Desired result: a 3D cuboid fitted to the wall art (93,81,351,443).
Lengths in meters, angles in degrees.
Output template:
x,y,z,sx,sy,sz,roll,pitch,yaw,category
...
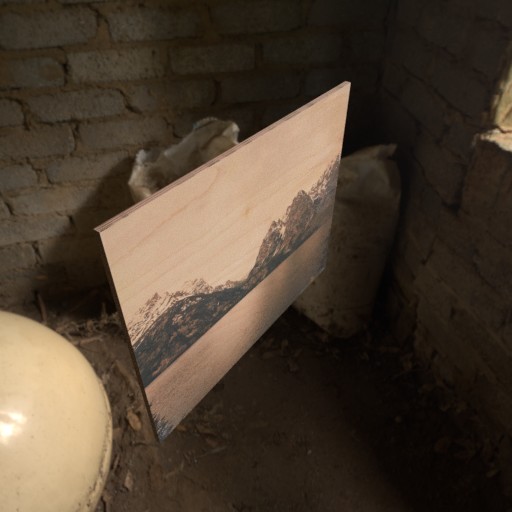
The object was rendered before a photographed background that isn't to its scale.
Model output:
x,y,z,sx,sy,sz,roll,pitch,yaw,category
0.000,0.000,0.708,0.010,0.408,0.508,26,47,27,wall art
